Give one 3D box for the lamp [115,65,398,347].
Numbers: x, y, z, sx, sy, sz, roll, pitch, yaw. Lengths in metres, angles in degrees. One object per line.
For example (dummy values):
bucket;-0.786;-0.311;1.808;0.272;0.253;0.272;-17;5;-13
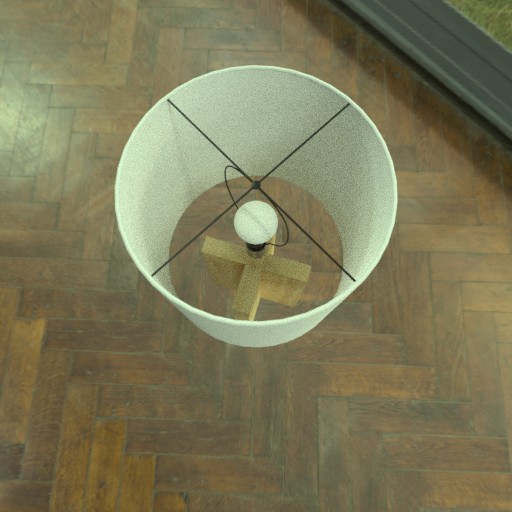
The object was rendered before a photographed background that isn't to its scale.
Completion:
lamp;0.000;0.000;0.563;0.229;0.428;0.229;16;75;4
